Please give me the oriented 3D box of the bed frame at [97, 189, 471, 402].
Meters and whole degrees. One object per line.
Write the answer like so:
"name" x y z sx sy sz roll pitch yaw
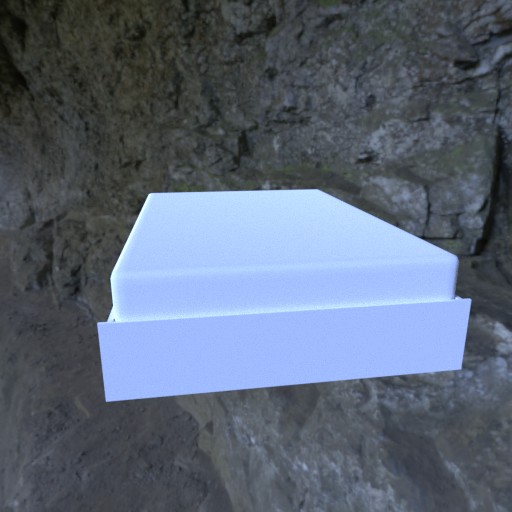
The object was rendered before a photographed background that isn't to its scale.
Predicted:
"bed frame" 0.000 0.000 2.614 1.445 0.497 1.945 -3 17 -9
